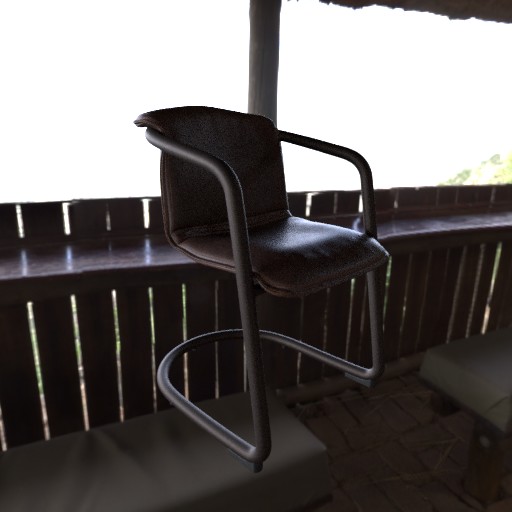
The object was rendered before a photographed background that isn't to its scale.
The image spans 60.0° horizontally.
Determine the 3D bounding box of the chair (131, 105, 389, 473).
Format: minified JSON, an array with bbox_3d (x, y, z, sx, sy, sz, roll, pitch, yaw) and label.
[{"bbox_3d":[0.000,0.000,1.271,0.536,0.836,0.664,-15,22,-42],"label":"chair"}]
